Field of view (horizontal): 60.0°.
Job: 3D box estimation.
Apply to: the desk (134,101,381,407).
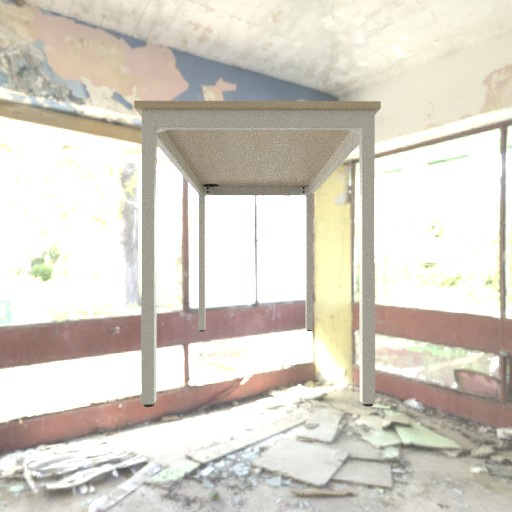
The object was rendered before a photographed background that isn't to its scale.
[{"bbox_3d":[0.000,0.000,1.674,0.600,0.750,1.200,0,0,0],"label":"desk"}]
